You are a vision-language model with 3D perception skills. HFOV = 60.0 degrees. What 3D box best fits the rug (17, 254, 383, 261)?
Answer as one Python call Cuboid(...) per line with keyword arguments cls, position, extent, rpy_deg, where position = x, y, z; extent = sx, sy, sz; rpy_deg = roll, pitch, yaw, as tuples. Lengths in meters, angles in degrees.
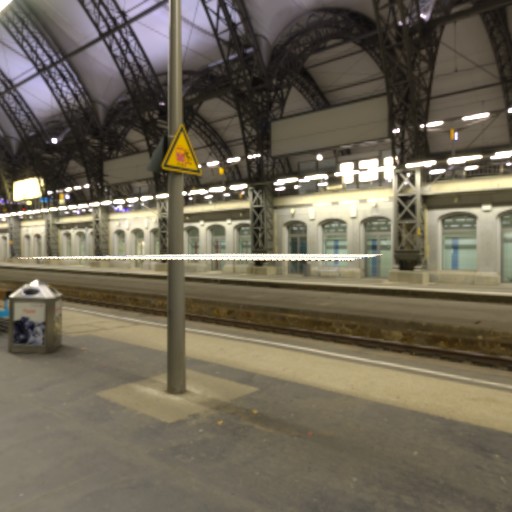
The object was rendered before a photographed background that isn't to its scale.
Cuboid(cls="rug", position=(0.000, 0.000, 2.980), extent=(1.532, 0.010, 2.441), rpy_deg=(0, 1, 19))
